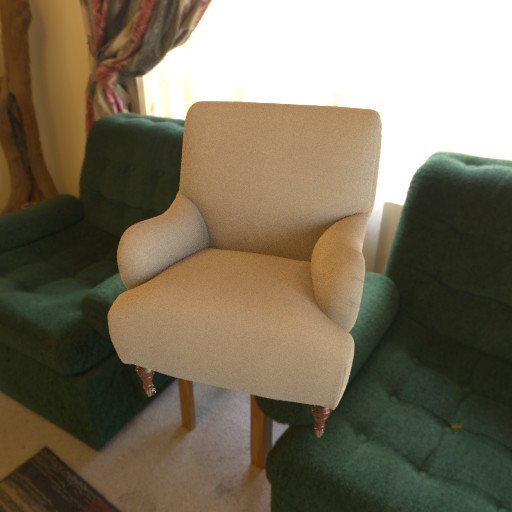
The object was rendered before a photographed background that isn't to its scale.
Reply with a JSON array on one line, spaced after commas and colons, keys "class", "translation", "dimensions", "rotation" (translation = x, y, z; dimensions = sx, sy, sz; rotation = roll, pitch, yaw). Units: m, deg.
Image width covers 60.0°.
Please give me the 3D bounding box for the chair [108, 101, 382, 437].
[{"class": "chair", "translation": [0.000, 0.000, 1.569], "dimensions": [0.766, 0.942, 0.842], "rotation": [8, 29, 15]}]
